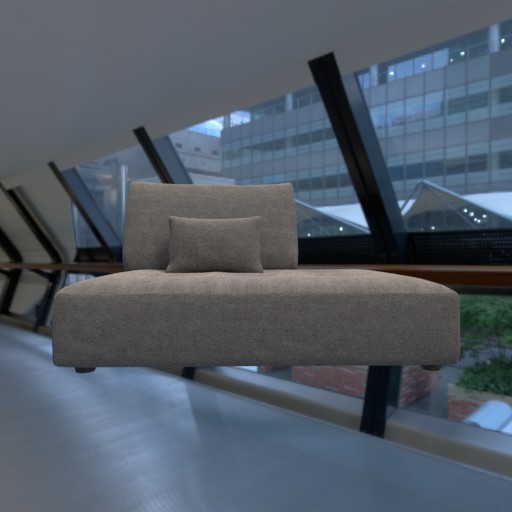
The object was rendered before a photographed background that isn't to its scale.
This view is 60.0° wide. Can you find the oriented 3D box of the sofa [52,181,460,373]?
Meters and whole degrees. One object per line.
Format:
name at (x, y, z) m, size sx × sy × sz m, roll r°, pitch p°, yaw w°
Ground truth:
sofa at (0.000, 0.000, 2.030) m, size 1.450 × 0.820 × 1.002 m, roll 0°, pitch 1°, yaw -2°
